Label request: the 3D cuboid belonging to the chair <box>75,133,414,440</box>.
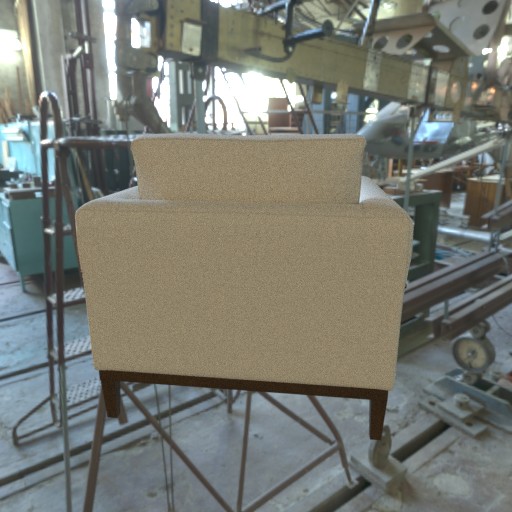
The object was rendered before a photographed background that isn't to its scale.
[{"bbox_3d":[0.000,0.000,1.705,0.982,0.915,0.896,2,16,7],"label":"chair"}]
